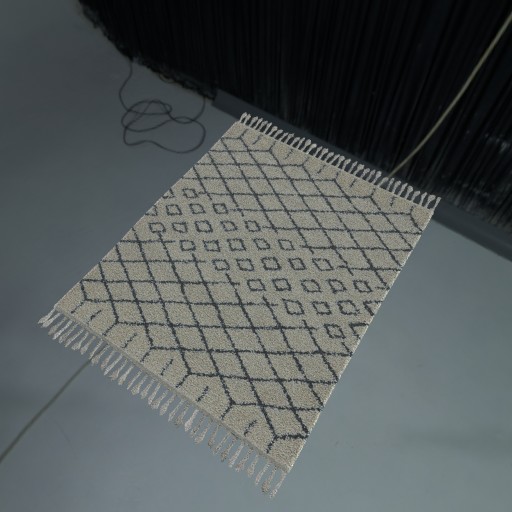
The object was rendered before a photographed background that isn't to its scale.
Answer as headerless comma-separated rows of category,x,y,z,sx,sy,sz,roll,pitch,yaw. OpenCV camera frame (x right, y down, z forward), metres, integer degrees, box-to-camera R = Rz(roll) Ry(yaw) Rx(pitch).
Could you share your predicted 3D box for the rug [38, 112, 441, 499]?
rug,0.000,0.000,4.121,2.388,0.030,3.213,29,62,17
